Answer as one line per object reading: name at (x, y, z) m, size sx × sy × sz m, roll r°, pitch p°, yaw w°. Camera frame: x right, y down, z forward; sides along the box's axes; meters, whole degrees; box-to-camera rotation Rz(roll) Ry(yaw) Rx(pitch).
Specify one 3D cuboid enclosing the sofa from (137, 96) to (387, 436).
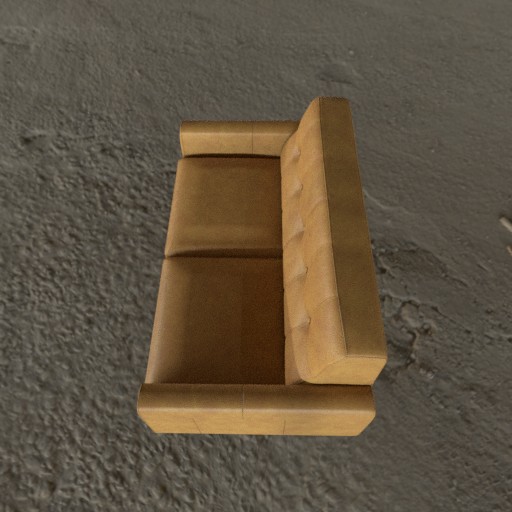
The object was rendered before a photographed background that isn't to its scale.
sofa at (0.000, 0.000, 2.263) m, size 0.952 × 0.925 × 1.651 m, roll 1°, pitch 57°, yaw 0°
